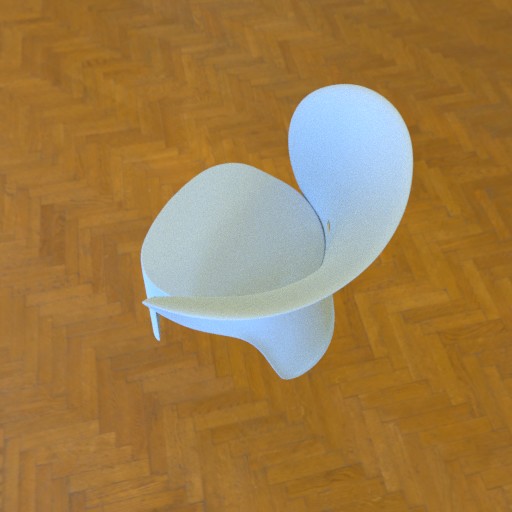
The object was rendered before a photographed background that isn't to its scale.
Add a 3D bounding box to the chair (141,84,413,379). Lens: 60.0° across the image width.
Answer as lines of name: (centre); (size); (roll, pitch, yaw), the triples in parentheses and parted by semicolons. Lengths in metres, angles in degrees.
chair: (0.000, 0.000, 0.832); (0.402, 0.554, 0.451); (29, 66, 14)
